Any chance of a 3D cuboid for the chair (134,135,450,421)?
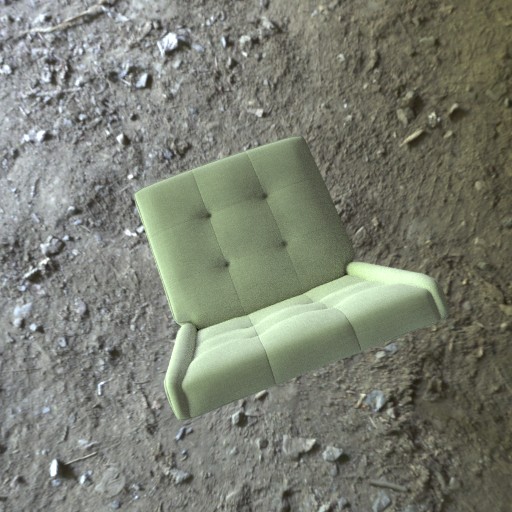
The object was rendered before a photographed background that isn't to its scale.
[{"bbox_3d":[0.000,0.000,1.291,0.569,0.853,0.676,-20,77,-5],"label":"chair"}]
